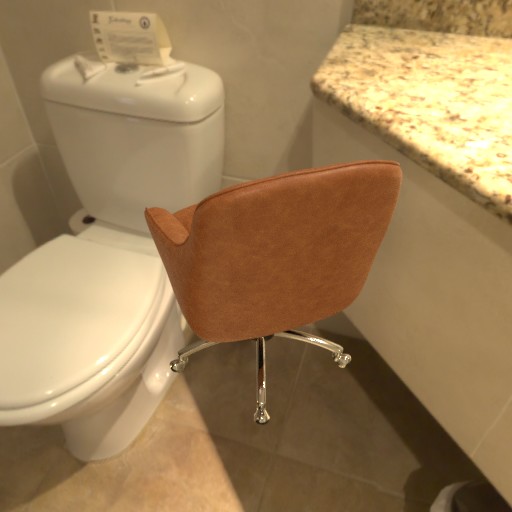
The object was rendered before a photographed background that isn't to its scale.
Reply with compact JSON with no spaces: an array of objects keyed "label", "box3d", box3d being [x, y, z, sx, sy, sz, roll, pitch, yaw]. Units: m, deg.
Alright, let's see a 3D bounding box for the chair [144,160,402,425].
[{"label":"chair","box3d":[0.000,0.000,1.324,0.628,0.909,0.615,-13,44,-14]}]
